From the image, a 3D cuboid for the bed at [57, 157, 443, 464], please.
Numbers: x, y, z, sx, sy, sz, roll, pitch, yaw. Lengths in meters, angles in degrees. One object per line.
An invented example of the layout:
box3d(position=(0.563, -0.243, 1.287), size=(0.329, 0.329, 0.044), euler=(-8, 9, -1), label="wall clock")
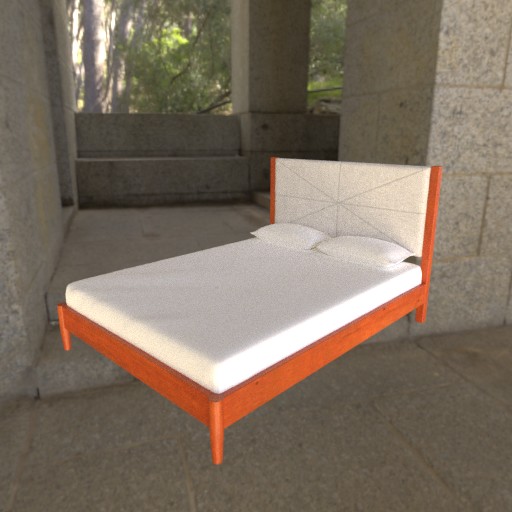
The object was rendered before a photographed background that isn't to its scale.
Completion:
box3d(position=(0.000, 0.000, 3.008), size=(1.566, 1.165, 2.117), euler=(15, 21, 42), label="bed")
